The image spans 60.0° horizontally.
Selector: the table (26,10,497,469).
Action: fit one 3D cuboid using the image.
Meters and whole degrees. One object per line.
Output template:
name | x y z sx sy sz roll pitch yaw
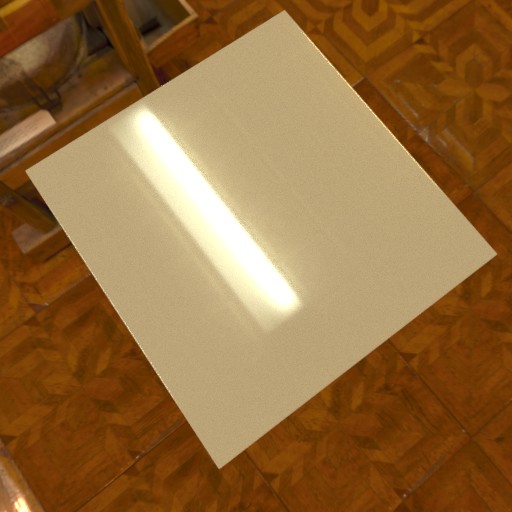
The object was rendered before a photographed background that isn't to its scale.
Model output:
table | 0.000 0.000 0.763 0.400 0.470 0.420 -35 79 -8
